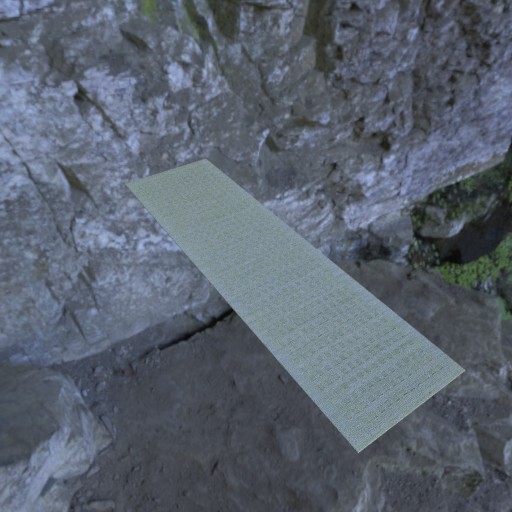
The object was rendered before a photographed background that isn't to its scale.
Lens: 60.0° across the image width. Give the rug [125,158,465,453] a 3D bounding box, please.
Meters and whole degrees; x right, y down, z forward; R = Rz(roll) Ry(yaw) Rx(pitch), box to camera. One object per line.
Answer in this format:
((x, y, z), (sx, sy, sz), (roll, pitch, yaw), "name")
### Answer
((0.000, 0.000, 2.673), (0.686, 0.006, 2.437), (-24, 46, -25), "rug")
